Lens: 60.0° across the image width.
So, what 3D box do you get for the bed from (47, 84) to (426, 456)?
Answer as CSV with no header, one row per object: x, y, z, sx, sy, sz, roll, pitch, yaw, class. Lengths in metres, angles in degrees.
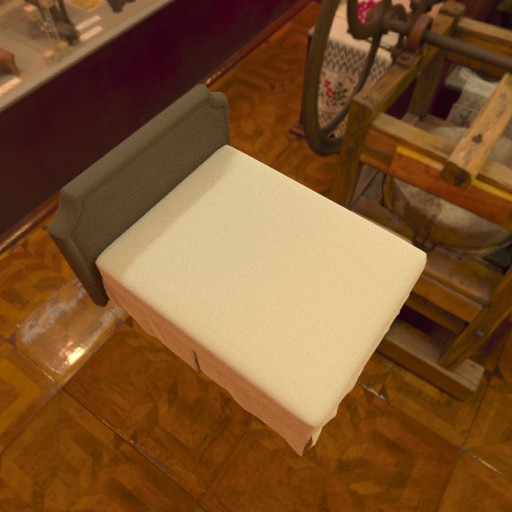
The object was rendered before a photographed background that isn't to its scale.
0.000,0.000,3.354,2.181,1.297,1.831,32,63,19,bed
